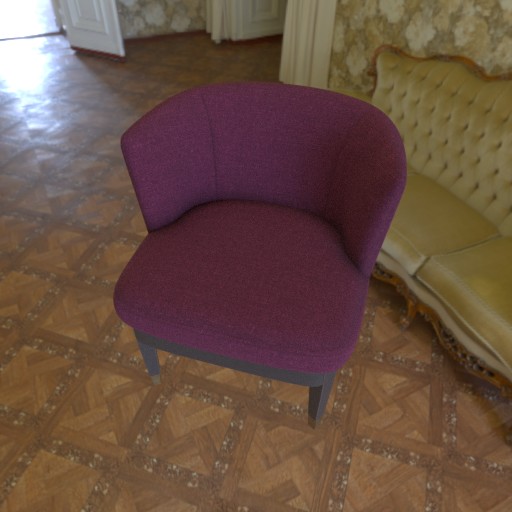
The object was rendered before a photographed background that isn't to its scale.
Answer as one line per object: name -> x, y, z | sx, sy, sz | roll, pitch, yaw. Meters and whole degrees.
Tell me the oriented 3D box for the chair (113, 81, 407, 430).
chair -> 0.000, 0.000, 1.270 | 0.700, 0.760, 0.660 | 11, 42, 12
